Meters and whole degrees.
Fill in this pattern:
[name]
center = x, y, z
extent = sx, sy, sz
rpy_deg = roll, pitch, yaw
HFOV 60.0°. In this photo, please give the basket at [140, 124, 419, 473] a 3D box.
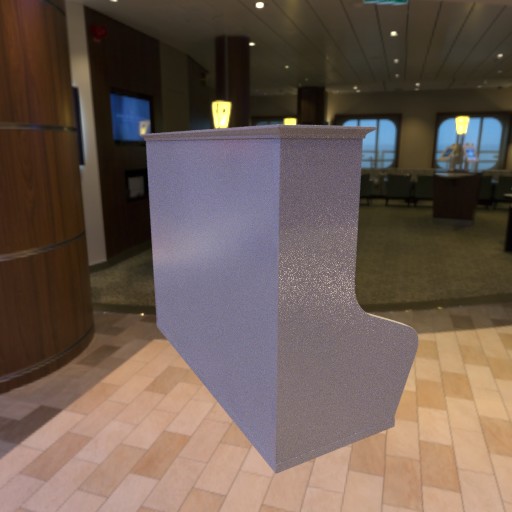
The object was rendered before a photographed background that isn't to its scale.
[basket]
center = 0.000, 0.000, 1.115
extent = 0.350, 0.600, 0.780
rpy_deg = -8, 16, -27
